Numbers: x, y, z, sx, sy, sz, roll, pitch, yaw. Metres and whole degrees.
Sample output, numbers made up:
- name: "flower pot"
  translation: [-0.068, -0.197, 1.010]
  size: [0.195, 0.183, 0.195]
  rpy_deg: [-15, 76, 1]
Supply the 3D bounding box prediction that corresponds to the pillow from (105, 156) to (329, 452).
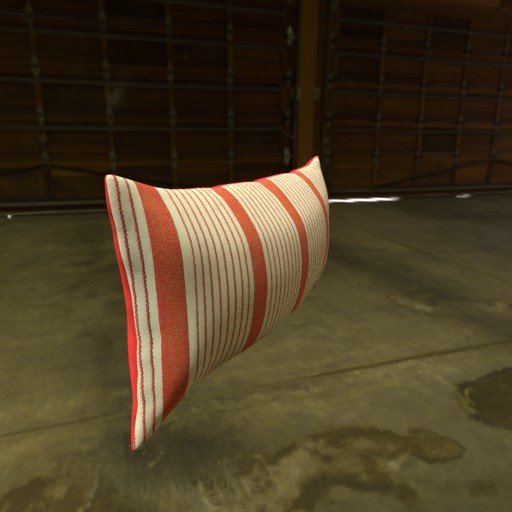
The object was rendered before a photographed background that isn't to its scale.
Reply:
- name: "pillow"
  translation: [0.000, 0.000, 0.705]
  size: [0.151, 0.297, 0.608]
  rpy_deg: [7, 16, 25]
